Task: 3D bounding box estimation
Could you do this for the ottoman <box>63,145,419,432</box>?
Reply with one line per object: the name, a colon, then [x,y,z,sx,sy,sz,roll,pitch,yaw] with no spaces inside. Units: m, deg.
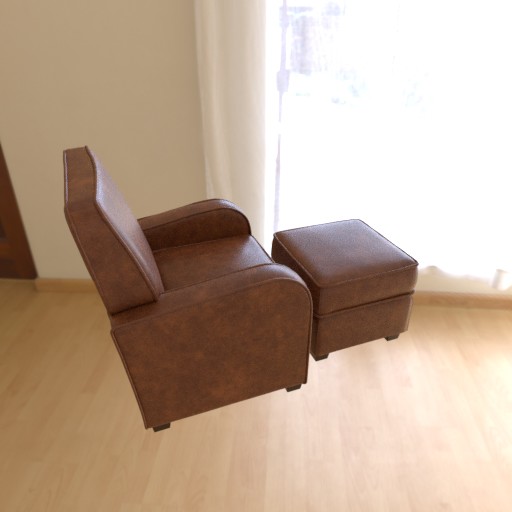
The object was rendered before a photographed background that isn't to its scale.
ottoman: [0.000,0.000,1.819,1.314,0.904,0.732,-11,32,-18]
